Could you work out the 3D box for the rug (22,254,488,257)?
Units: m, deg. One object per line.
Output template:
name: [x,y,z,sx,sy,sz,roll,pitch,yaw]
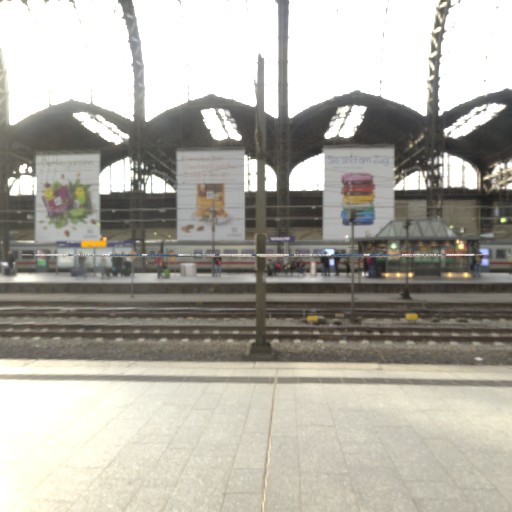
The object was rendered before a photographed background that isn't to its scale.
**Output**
rug: [0.000,0.000,3.065,2.441,0.010,1.532,0,0,2]
